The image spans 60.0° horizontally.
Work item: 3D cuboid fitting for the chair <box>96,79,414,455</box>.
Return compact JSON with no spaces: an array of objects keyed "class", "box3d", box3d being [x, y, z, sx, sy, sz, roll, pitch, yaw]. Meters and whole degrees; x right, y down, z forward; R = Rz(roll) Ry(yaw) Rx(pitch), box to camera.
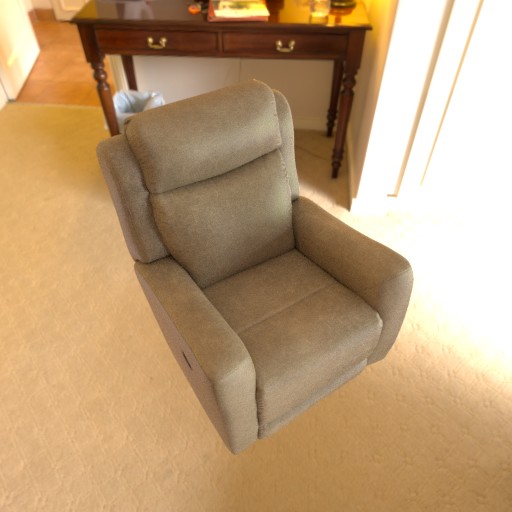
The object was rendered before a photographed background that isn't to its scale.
[{"class":"chair","box3d":[0.000,0.000,1.950,0.965,1.116,1.068,-25,51,-22]}]
